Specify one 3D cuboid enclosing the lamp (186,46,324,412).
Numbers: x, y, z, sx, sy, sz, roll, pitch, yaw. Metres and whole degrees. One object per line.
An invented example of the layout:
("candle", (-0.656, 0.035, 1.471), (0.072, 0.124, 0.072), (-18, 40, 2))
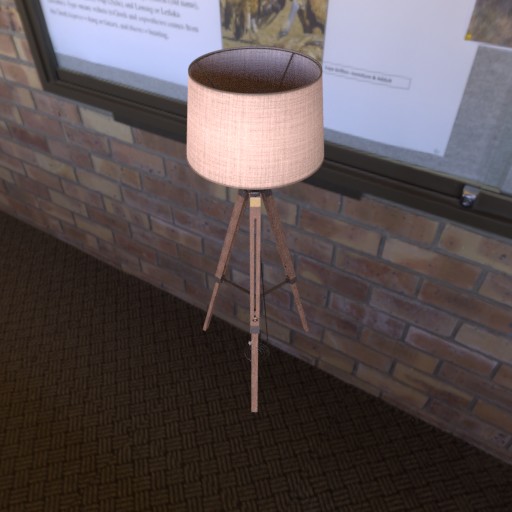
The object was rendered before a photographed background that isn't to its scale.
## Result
("lamp", (0.000, 0.000, 1.864), (0.604, 1.510, 0.587), (0, 42, 0))
